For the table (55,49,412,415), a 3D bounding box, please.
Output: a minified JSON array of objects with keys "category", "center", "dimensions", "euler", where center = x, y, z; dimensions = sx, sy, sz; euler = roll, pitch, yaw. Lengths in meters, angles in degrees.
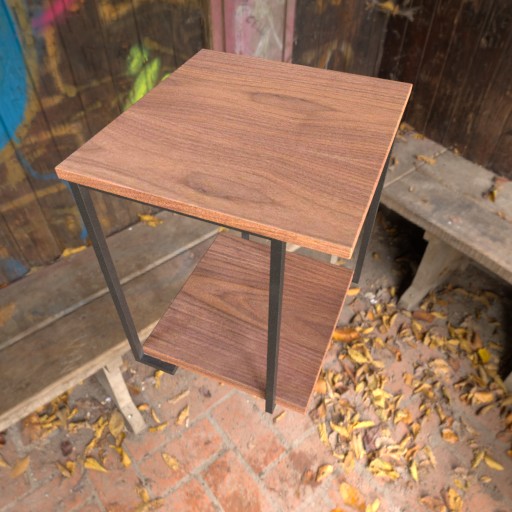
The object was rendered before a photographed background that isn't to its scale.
[{"category":"table","center":[0.000,0.000,0.846],"dimensions":[0.384,0.567,0.411],"euler":[16,48,15]}]
